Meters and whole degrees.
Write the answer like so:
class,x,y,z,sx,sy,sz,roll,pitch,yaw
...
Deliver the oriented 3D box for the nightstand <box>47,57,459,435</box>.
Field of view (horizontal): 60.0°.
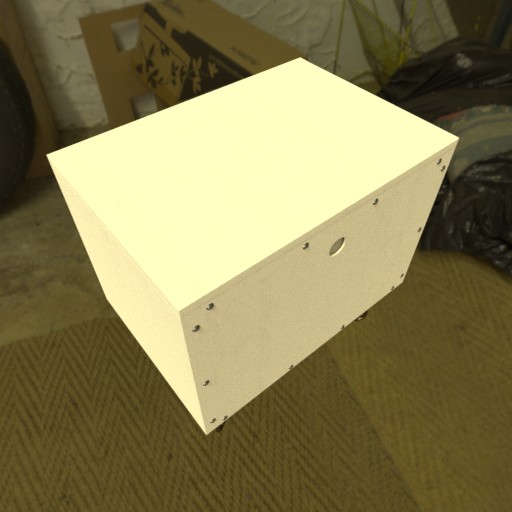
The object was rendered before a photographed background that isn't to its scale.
class,x,y,z,sx,sy,sz,roll,pitch,yaw
nightstand,0.000,0.000,1.030,0.614,0.604,0.447,-31,55,-25
